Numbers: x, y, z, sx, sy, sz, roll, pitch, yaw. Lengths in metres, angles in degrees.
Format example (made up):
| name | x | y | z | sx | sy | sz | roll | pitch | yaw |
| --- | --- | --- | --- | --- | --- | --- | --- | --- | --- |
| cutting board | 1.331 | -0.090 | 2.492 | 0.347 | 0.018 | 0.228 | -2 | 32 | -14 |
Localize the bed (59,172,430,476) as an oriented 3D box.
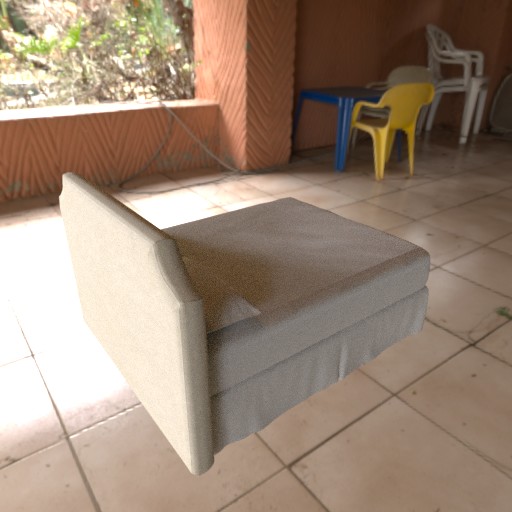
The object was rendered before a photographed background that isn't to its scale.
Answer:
| name | x | y | z | sx | sy | sz | roll | pitch | yaw |
| --- | --- | --- | --- | --- | --- | --- | --- | --- | --- |
| bed | 0.000 | 0.000 | 3.255 | 2.164 | 1.297 | 1.828 | -18 | 32 | -33 |
